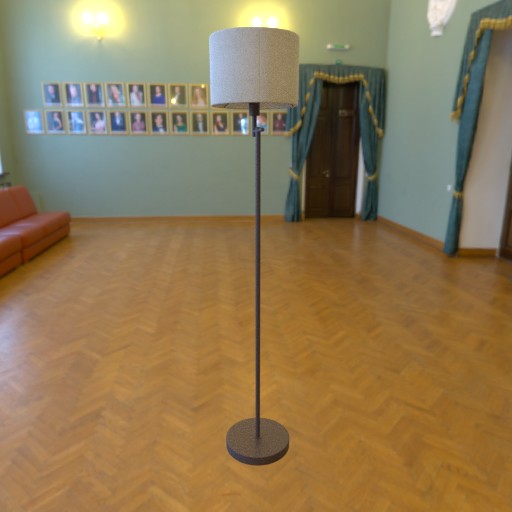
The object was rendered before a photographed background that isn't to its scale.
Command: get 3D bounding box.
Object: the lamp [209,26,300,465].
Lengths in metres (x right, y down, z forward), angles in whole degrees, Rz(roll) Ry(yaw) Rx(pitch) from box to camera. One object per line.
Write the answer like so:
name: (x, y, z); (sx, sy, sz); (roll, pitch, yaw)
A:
lamp: (0.000, 0.000, 1.750); (0.324, 1.600, 0.416); (-2, 14, -7)
